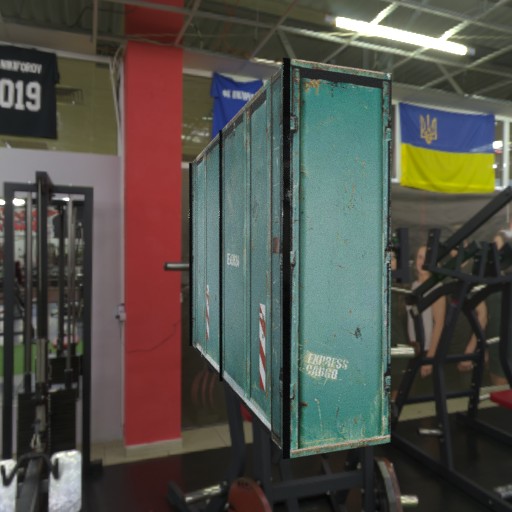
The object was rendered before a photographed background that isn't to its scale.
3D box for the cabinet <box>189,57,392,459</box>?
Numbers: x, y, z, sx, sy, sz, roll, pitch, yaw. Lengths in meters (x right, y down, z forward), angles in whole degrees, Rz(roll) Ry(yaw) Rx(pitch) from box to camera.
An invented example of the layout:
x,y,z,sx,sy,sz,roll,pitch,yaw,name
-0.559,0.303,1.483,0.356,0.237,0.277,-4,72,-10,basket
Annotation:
x,y,z,sx,sy,sz,roll,pitch,yaw,name
0.000,0.000,3.911,0.680,2.160,3.001,0,1,-18,cabinet
